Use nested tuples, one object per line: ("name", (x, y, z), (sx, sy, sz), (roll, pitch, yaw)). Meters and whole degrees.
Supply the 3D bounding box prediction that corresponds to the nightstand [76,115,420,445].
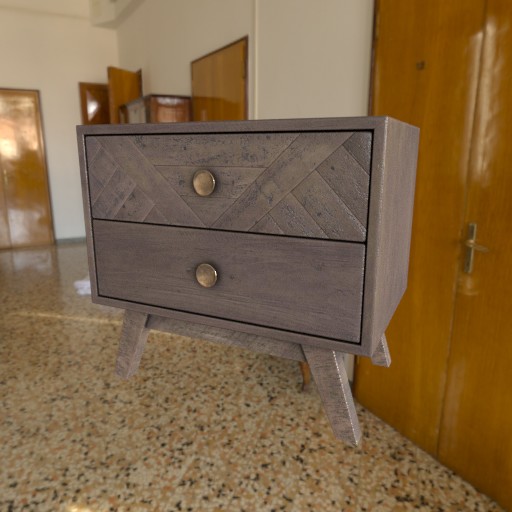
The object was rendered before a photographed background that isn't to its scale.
("nightstand", (0.000, 0.000, 1.067), (0.650, 0.599, 0.450), (6, 15, 25))
